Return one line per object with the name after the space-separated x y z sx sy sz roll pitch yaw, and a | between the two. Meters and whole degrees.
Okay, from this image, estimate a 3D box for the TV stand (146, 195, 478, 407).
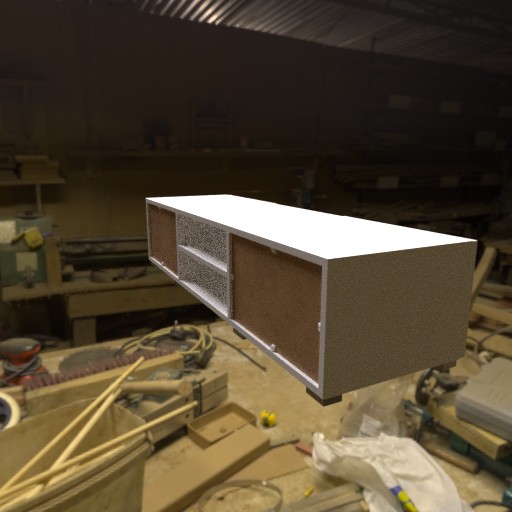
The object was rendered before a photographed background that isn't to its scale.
0.000 0.000 1.558 0.420 0.310 1.400 -6 14 -27 | TV stand
